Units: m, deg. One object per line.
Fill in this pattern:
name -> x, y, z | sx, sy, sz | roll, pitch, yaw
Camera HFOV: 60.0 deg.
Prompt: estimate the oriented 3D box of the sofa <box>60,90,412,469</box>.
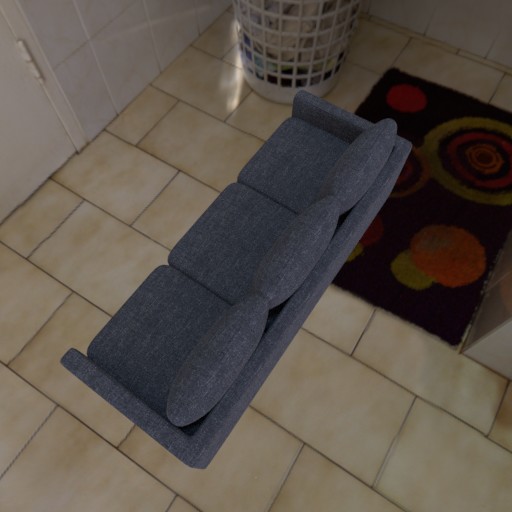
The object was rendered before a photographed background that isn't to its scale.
sofa -> 0.000, 0.000, 2.643 | 0.859, 0.874, 2.218 | 32, 68, 15
